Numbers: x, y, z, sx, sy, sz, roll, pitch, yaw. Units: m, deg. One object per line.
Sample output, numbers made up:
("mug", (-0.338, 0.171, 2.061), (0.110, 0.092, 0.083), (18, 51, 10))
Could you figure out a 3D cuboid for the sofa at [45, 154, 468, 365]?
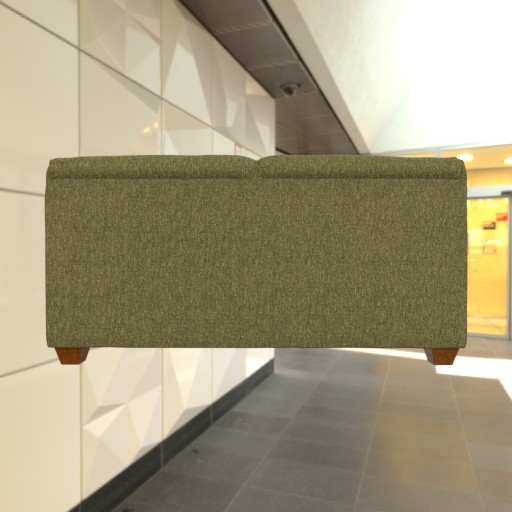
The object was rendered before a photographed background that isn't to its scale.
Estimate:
("sofa", (0.000, 0.000, 2.397), (1.846, 0.958, 0.998), (0, 1, 0))
